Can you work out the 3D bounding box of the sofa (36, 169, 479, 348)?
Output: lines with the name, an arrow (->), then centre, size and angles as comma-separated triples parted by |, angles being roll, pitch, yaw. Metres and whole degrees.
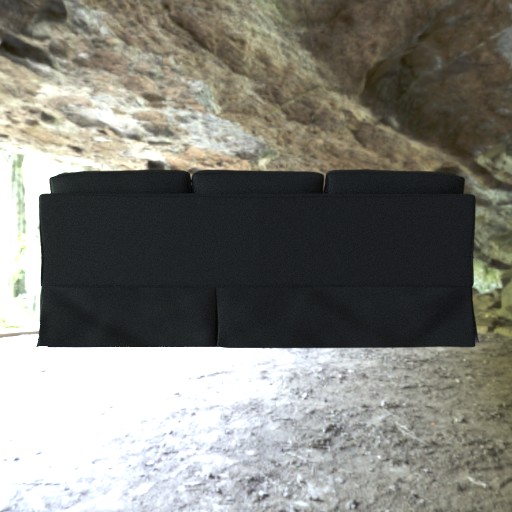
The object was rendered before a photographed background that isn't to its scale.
sofa -> 0.000, 0.000, 3.285 | 2.518, 1.039, 1.637 | 0, 0, -1
